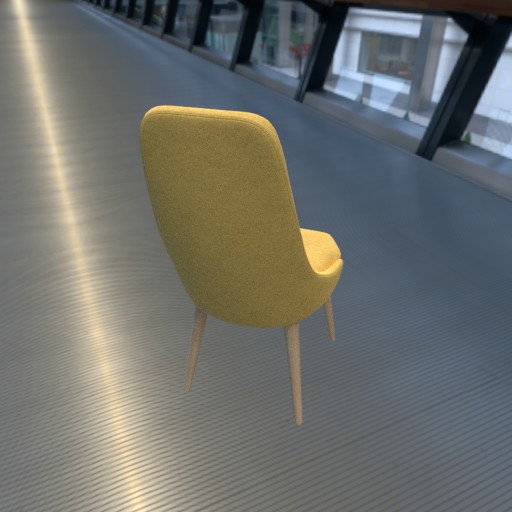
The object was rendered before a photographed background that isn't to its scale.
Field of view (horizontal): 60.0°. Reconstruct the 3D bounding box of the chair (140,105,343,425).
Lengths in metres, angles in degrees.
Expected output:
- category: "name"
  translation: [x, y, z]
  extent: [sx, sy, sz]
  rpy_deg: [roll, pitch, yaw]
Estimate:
- category: "chair"
  translation: [0.000, 0.000, 1.401]
  extent: [0.510, 1.040, 0.660]
  rpy_deg: [10, 33, 17]
